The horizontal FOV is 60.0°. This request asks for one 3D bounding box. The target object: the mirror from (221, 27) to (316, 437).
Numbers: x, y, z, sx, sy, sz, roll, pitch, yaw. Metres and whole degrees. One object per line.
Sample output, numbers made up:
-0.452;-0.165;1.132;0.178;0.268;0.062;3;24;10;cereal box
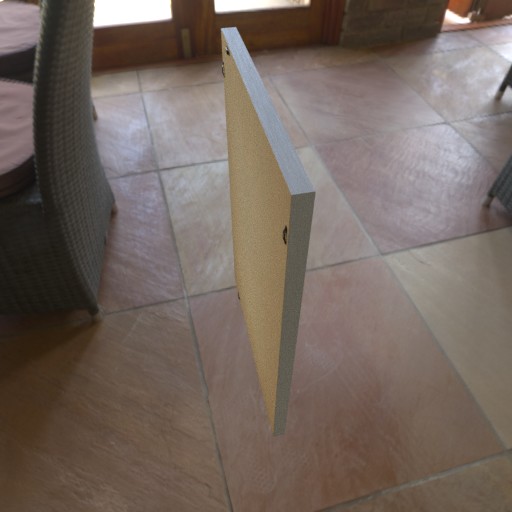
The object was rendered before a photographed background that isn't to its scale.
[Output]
0.000;0.000;1.163;0.040;0.915;0.609;-9;48;-8;mirror
